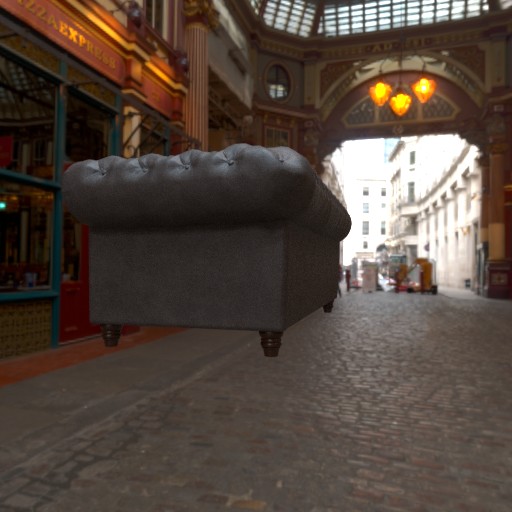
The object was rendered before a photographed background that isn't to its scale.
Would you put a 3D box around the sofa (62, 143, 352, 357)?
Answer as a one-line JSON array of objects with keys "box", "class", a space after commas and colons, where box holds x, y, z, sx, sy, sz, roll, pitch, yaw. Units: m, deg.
[{"box": [0.000, 0.000, 2.500, 0.944, 0.779, 2.048, 0, -1, 17], "class": "sofa"}]
